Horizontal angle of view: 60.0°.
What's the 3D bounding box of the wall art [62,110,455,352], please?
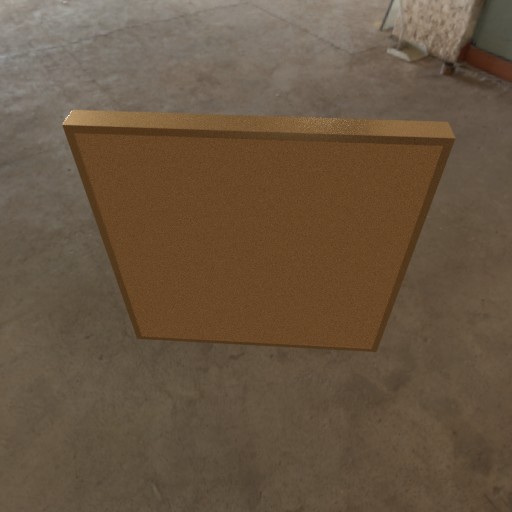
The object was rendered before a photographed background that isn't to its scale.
[{"bbox_3d":[0.000,0.000,0.770,0.509,0.509,0.040,3,46,3],"label":"wall art"}]
